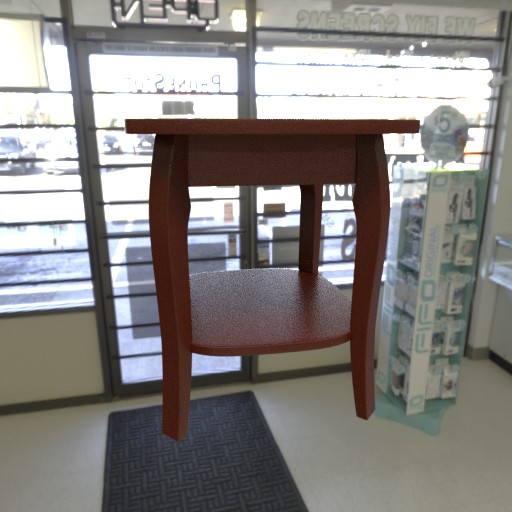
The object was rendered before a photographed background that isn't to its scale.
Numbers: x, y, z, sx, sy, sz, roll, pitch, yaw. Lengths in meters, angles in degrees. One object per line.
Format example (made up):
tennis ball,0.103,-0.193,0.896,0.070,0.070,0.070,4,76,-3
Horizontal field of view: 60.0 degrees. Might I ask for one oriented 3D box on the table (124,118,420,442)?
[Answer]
table,0.000,0.000,0.854,0.433,0.496,0.502,-3,16,-9
